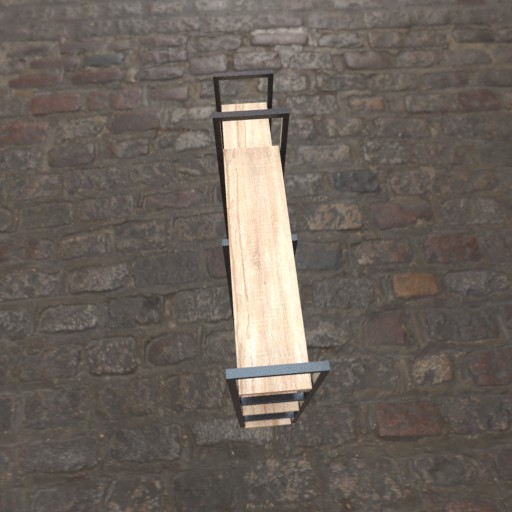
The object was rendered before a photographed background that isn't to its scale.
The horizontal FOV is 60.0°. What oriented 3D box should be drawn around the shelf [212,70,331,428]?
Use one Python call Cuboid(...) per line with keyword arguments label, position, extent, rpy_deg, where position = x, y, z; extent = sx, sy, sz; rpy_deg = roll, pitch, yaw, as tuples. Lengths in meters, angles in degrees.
Cuboid(label="shelf", position=(0.000, 0.000, 1.392), extent=(0.183, 0.921, 0.946), rpy_deg=(-4, 63, -2))
